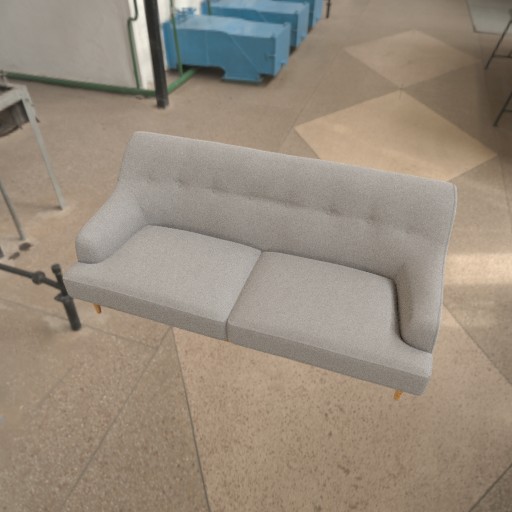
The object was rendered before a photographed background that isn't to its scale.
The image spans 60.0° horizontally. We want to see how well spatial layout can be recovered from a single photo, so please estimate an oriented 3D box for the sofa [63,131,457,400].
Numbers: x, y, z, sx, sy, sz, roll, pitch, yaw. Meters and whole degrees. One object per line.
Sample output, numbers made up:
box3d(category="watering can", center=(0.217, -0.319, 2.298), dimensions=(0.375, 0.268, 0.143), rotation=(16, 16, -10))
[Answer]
box3d(category="sofa", center=(0.000, 0.000, 2.577), dimensions=(2.057, 0.871, 0.978), rotation=(13, 43, 14))
